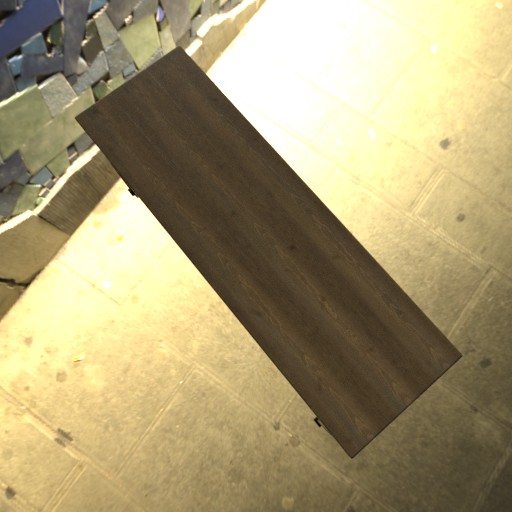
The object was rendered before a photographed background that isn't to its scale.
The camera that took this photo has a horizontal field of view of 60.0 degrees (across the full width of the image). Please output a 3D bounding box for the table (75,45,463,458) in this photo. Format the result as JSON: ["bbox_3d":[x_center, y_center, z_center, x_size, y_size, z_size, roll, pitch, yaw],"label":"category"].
[{"bbox_3d":[0.000,0.000,2.154,0.551,0.902,1.700,-39,80,-9],"label":"table"}]
